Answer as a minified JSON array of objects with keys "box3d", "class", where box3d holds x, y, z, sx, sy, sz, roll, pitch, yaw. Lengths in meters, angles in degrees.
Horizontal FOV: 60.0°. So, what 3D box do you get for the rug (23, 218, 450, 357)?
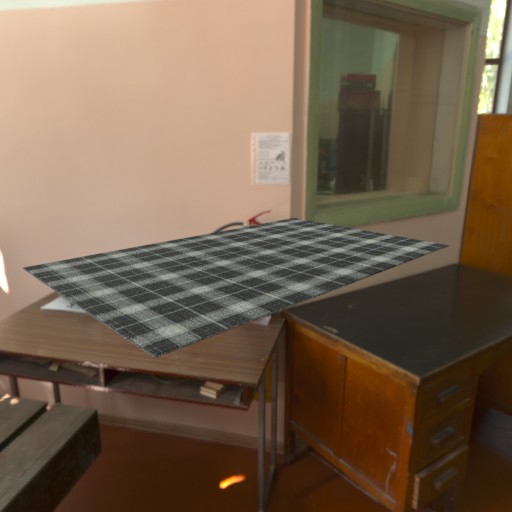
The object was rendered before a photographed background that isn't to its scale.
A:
[{"box3d":[0.000,0.000,2.926,2.434,0.015,1.520,-14,21,-41],"class":"rug"}]
